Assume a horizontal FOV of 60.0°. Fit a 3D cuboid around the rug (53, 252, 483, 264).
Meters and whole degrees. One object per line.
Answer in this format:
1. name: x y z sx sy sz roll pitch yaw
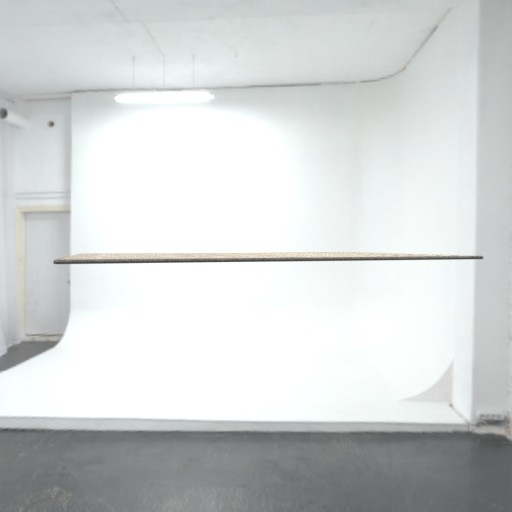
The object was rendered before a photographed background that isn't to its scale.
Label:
1. rug: 0.000 0.000 2.355 1.829 0.016 1.219 0 1 -18
